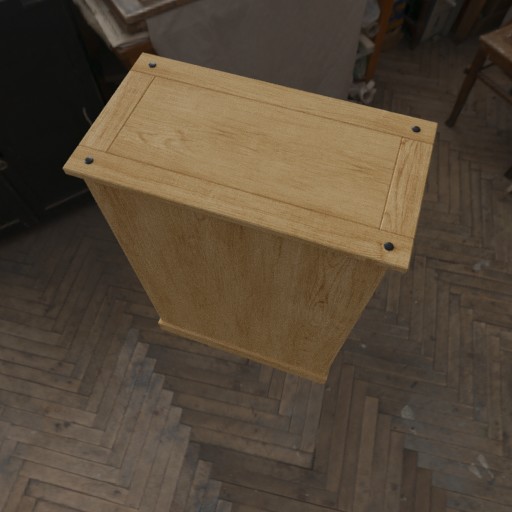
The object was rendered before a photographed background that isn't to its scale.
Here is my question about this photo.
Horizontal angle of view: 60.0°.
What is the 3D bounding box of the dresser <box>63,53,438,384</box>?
[{"bbox_3d":[0.000,0.000,1.776,0.915,1.300,0.485,17,63,9],"label":"dresser"}]
